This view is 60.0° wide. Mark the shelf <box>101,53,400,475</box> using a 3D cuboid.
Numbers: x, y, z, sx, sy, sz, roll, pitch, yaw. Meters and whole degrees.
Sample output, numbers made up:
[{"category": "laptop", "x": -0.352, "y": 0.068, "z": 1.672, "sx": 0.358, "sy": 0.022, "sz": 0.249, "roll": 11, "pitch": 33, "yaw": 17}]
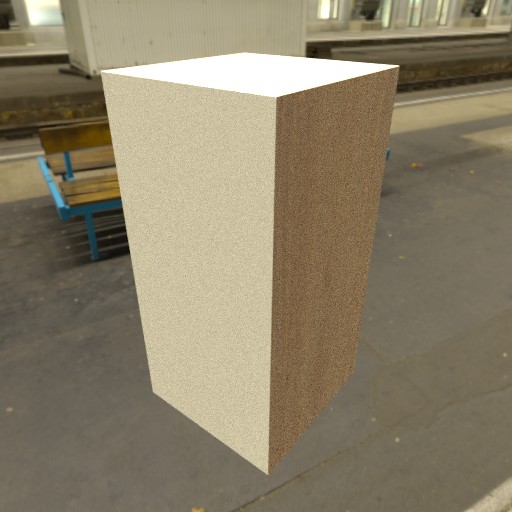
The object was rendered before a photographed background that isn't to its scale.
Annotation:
[{"category": "shelf", "x": 0.000, "y": 0.000, "z": 0.756, "sx": 0.290, "sy": 0.594, "sz": 0.297, "roll": 22, "pitch": 36, "yaw": 33}]
